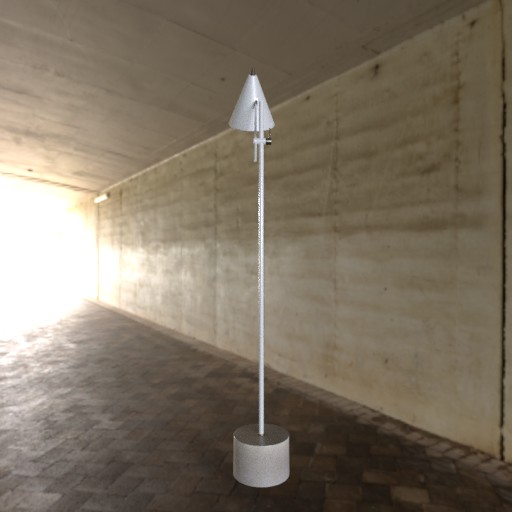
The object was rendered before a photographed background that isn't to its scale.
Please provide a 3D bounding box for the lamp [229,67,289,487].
[{"bbox_3d":[0.000,0.000,1.623,0.223,1.430,0.508,0,0,0],"label":"lamp"}]
